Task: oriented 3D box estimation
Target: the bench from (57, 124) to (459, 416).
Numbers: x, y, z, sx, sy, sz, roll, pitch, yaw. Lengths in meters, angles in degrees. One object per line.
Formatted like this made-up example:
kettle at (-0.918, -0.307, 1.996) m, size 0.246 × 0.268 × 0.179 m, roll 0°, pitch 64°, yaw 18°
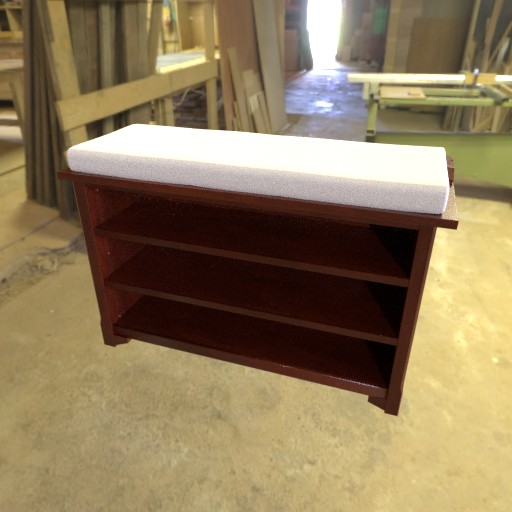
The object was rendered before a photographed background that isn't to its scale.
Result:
bench at (0.000, 0.000, 1.307) m, size 0.987 × 0.646 × 0.369 m, roll 9°, pitch 30°, yaw 17°
